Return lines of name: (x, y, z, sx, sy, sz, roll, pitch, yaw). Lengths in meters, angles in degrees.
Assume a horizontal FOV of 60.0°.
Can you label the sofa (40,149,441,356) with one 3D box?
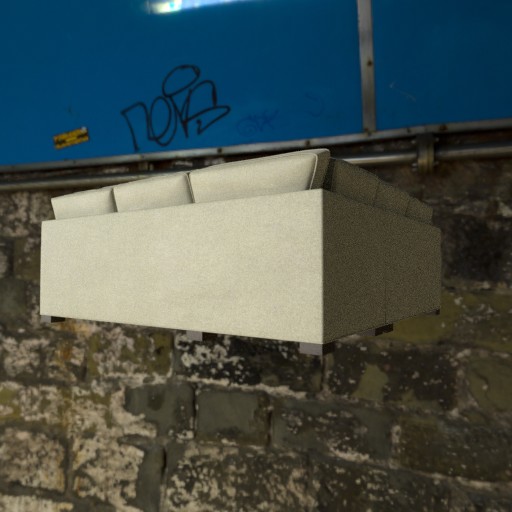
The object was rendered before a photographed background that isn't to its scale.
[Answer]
sofa: (0.000, 0.000, 3.363, 2.211, 0.936, 2.188, -1, -2, 34)
